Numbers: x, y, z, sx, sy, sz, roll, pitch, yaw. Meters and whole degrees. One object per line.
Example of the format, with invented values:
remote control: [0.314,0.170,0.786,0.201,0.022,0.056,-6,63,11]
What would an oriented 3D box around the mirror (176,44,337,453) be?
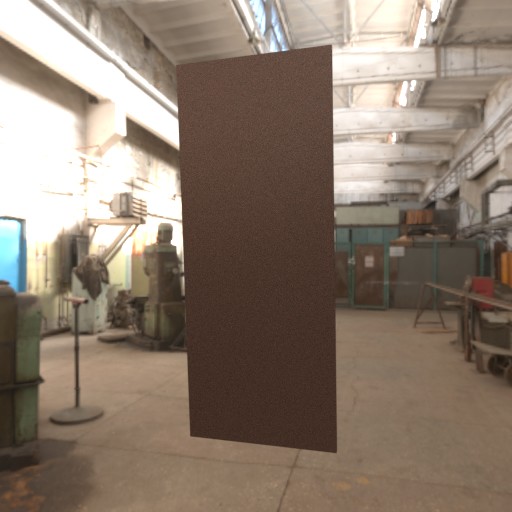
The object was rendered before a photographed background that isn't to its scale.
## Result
mirror: [0.000,0.000,2.318,0.812,2.020,0.221,0,-1,16]
